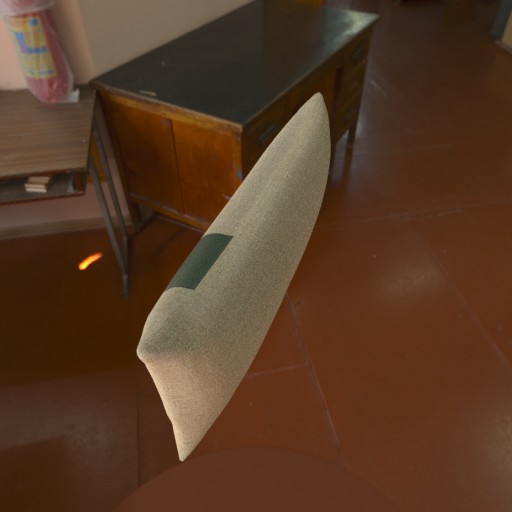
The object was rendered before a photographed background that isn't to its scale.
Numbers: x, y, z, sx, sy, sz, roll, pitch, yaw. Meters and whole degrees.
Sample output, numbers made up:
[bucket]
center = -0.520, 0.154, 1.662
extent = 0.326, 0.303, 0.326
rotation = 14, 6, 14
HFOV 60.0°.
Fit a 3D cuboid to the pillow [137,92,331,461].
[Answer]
[pillow]
center = 0.000, 0.000, 1.038
extent = 0.197, 0.429, 0.859
rotation = 16, 47, 16
